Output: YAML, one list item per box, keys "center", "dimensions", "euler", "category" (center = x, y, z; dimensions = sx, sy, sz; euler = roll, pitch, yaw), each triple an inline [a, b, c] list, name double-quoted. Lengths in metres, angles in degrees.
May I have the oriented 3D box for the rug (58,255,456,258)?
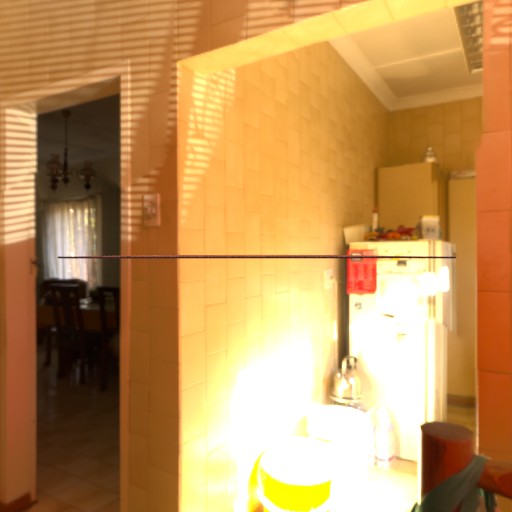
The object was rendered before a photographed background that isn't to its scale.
- center: [0.000, 0.000, 3.719]
  dimensions: [2.053, 0.011, 2.940]
  euler: [0, 0, 0]
  category: "rug"
